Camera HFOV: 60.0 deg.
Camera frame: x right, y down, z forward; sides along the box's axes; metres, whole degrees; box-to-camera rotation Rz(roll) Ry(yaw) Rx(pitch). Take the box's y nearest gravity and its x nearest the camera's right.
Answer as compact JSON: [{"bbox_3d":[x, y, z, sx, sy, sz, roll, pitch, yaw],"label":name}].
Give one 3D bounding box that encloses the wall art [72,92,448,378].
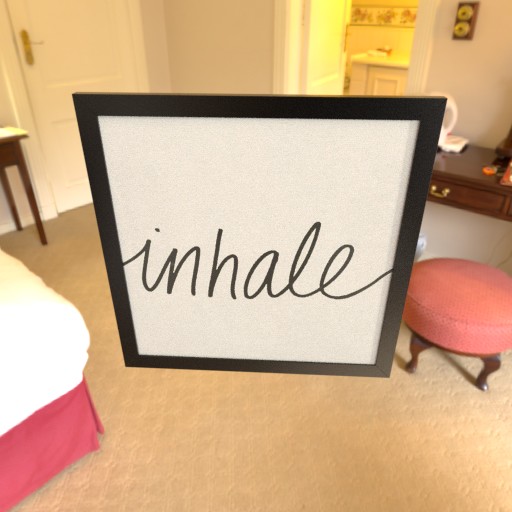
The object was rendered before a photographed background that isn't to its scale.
[{"bbox_3d":[0.000,0.000,0.641,0.446,0.445,0.014,2,30,3],"label":"wall art"}]
